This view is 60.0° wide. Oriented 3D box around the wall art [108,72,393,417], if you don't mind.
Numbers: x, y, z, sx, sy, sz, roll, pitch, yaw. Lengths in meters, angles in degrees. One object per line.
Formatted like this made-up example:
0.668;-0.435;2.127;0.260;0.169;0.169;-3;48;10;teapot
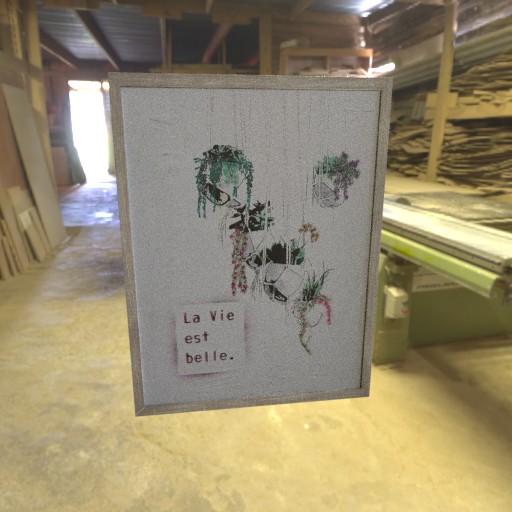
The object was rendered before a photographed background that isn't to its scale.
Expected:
0.000;0.000;1.347;0.781;1.022;0.035;-2;15;-8;wall art
